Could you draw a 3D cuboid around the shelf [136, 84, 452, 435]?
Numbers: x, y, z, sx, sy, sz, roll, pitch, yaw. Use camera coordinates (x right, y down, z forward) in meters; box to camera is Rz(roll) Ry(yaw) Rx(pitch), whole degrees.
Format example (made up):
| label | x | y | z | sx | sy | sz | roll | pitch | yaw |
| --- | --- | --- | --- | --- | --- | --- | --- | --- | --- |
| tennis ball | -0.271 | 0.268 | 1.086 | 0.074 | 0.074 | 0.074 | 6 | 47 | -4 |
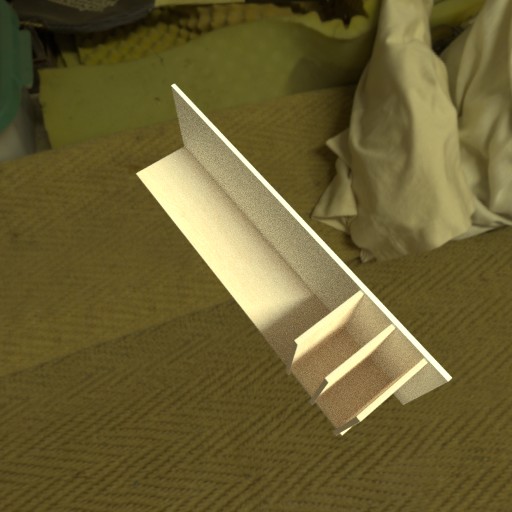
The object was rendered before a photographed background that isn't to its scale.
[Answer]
| label | x | y | z | sx | sy | sz | roll | pitch | yaw |
| --- | --- | --- | --- | --- | --- | --- | --- | --- | --- |
| shelf | 0.000 | 0.000 | 1.166 | 0.200 | 0.300 | 1.020 | -34 | 68 | -16 |
